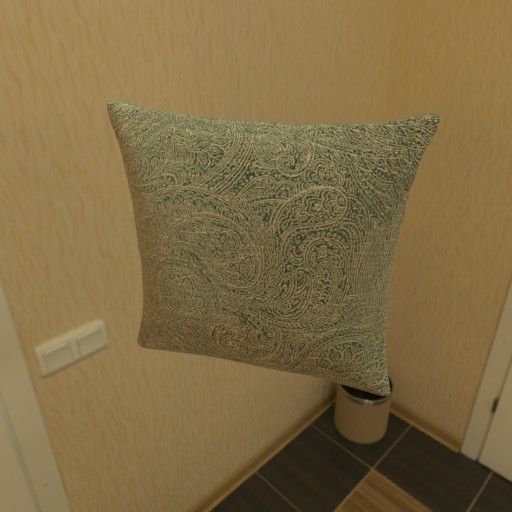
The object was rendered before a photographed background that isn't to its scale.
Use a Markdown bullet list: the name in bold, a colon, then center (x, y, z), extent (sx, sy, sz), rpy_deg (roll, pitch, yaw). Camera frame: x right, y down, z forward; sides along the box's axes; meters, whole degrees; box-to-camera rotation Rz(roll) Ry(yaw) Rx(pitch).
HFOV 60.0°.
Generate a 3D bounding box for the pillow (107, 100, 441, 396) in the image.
- **pillow**: center (0.000, 0.000, 0.783), extent (0.526, 0.507, 0.166), rpy_deg (8, 28, 14)
